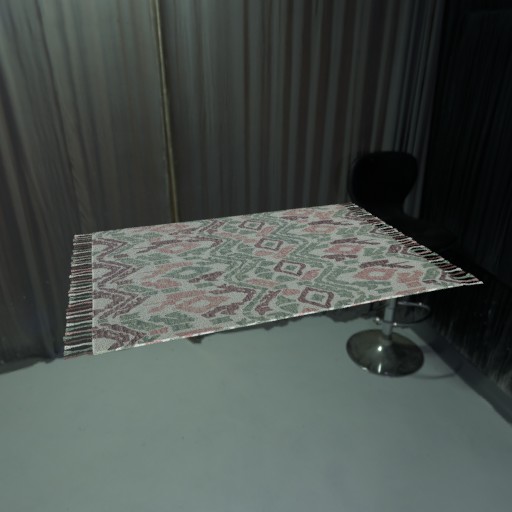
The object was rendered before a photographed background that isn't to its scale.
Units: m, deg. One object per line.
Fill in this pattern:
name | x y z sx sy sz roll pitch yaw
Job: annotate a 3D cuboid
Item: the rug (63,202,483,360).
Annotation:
rug | 0.000 0.000 2.312 1.829 0.010 1.219 -8 27 -17
